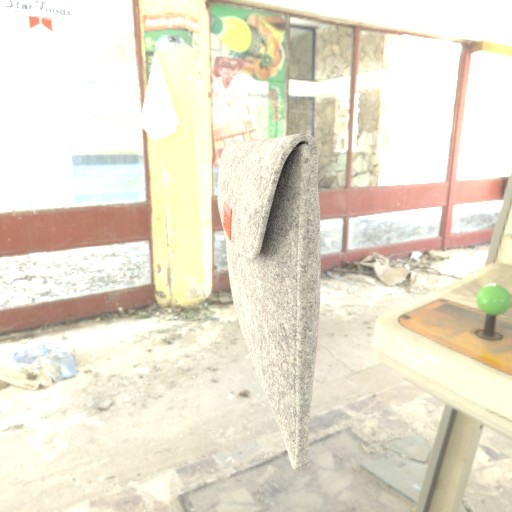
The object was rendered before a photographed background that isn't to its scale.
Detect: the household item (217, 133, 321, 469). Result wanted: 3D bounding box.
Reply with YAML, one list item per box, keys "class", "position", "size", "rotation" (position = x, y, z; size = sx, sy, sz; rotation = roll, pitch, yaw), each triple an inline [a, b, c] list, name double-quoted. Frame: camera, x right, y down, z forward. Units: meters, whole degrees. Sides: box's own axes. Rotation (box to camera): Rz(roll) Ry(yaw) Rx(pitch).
- class: "household item"
  position: [0.000, 0.000, 0.428]
  size: [0.057, 0.221, 0.335]
  rotation: [-2, 14, -9]
